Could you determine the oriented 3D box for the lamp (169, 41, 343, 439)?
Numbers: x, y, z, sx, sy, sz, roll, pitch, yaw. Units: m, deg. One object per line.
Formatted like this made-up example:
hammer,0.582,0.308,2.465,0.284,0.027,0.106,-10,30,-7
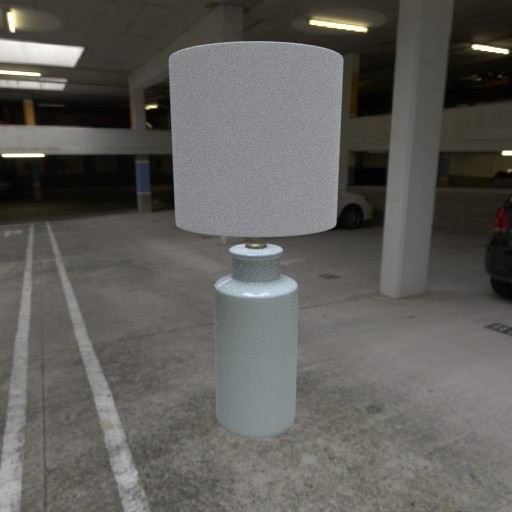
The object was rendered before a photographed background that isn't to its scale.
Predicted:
lamp,0.000,0.000,0.604,0.212,0.493,0.212,-7,15,-26
